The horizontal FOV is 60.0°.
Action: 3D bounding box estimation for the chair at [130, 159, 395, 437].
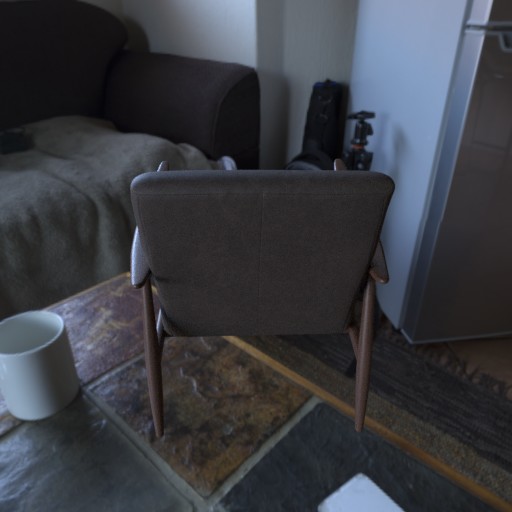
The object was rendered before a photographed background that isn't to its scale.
[{"bbox_3d":[0.000,0.000,1.451,0.741,0.831,0.798,-1,31,-2],"label":"chair"}]
